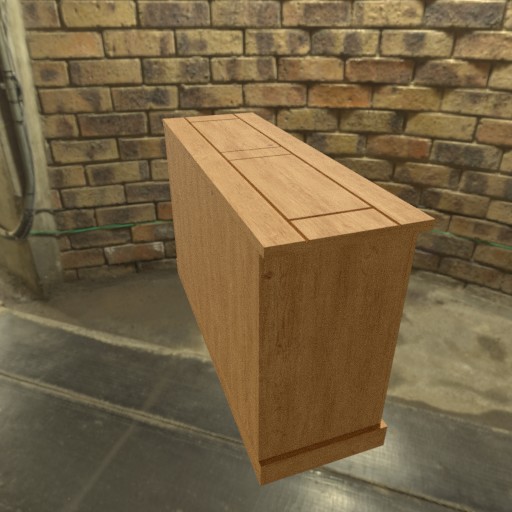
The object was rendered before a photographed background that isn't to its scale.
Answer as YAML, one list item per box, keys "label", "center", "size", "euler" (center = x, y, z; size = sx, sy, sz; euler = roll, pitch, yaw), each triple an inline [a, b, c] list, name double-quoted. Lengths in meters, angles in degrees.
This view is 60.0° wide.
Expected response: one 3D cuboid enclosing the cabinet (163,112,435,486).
- label: "cabinet"
  center: [0.000, 0.000, 1.725]
  size: [0.432, 0.810, 1.321]
  euler: [-10, 30, -17]
